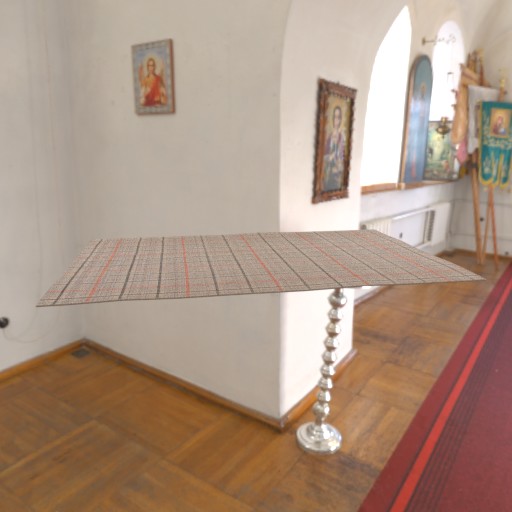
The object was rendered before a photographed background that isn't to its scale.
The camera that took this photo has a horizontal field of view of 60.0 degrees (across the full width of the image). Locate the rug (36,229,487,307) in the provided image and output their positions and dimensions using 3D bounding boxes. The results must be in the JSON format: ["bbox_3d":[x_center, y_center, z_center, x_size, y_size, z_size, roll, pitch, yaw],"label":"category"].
[{"bbox_3d":[0.000,0.000,3.078,2.439,0.015,1.524,-3,15,-10],"label":"rug"}]
